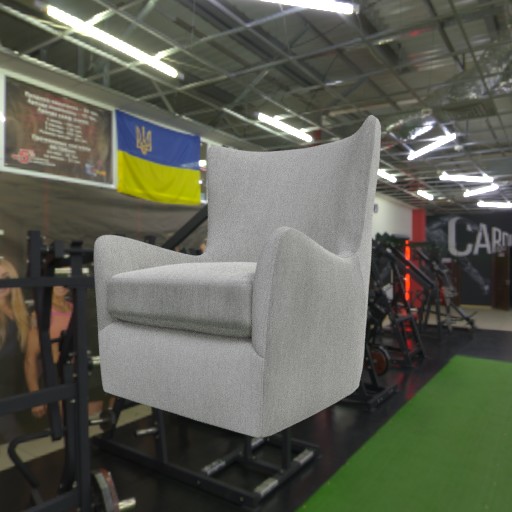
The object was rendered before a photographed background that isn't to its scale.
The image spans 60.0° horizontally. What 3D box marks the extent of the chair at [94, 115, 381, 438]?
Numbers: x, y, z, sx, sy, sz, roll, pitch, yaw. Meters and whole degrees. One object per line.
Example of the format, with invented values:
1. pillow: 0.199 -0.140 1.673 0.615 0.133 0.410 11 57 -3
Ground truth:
1. chair: 0.000 0.000 1.639 0.779 1.000 0.904 0 0 36
